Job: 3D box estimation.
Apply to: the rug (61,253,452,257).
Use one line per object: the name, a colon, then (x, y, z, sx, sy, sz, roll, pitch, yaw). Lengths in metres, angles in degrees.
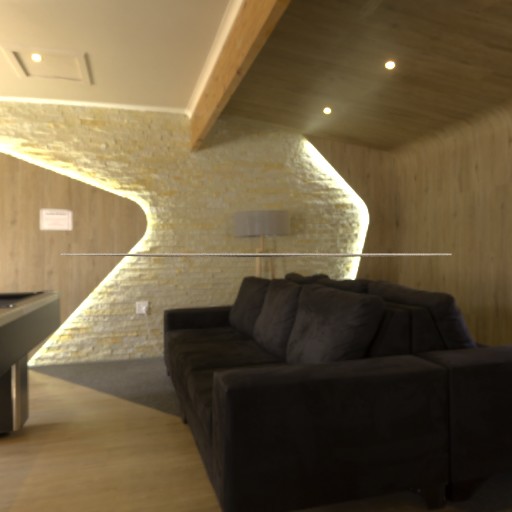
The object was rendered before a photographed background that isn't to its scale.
rug: (0.000, 0.000, 2.314, 1.234, 0.006, 1.854, 0, 0, 0)
